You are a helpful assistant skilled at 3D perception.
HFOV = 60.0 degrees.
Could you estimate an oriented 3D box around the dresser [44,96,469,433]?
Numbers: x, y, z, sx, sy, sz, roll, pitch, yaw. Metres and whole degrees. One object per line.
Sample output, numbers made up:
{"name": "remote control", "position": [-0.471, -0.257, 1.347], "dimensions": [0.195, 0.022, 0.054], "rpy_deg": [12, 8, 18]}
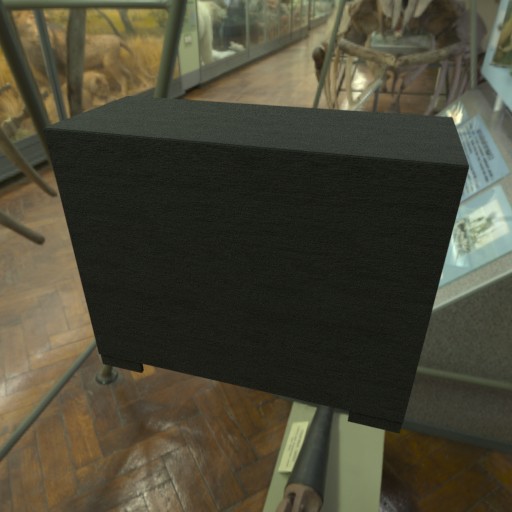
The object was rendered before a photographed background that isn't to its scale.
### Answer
{"name": "dresser", "position": [0.000, 0.000, 1.367], "dimensions": [0.994, 0.816, 0.404], "rpy_deg": [9, 32, 14]}
